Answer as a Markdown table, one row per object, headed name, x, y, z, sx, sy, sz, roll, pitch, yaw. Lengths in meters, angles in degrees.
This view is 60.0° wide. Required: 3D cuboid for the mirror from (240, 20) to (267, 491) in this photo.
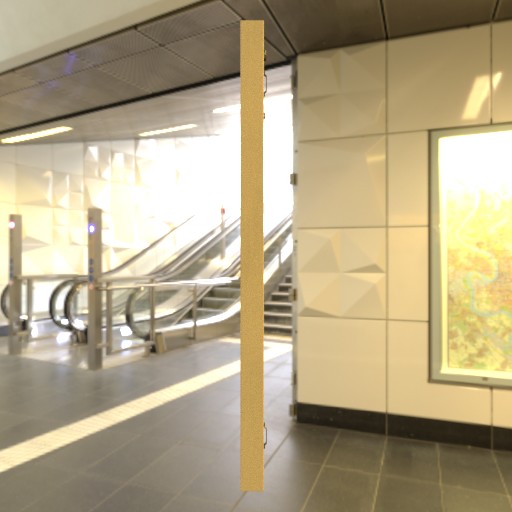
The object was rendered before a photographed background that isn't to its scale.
| name | x | y | z | sx | sy | sz | roll | pitch | yaw |
| --- | --- | --- | --- | --- | --- | --- | --- | --- | --- |
| mirror | 0.000 | 0.000 | 0.921 | 0.040 | 0.710 | 0.507 | 0 | 0 | 1 |
